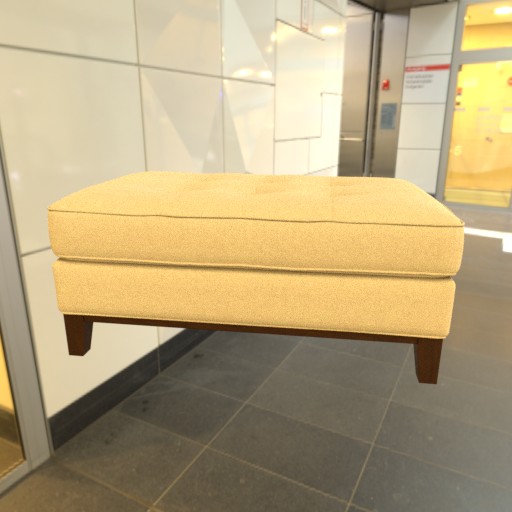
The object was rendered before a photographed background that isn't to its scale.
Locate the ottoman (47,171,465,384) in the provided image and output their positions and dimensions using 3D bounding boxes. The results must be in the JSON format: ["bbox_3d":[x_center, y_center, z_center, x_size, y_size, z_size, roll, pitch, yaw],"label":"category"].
[{"bbox_3d":[0.000,0.000,1.503,1.143,0.508,0.648,2,17,8],"label":"ottoman"}]
